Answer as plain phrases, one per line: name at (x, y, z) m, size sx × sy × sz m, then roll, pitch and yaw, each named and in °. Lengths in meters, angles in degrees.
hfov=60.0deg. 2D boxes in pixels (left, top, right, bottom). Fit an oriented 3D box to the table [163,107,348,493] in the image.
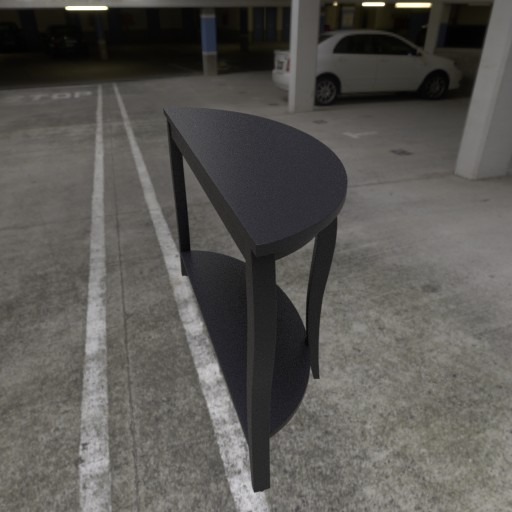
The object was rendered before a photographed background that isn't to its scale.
table at (0.000, 0.000, 1.529) m, size 0.394 × 0.780 × 1.219 m, roll -9°, pitch 31°, yaw -15°
